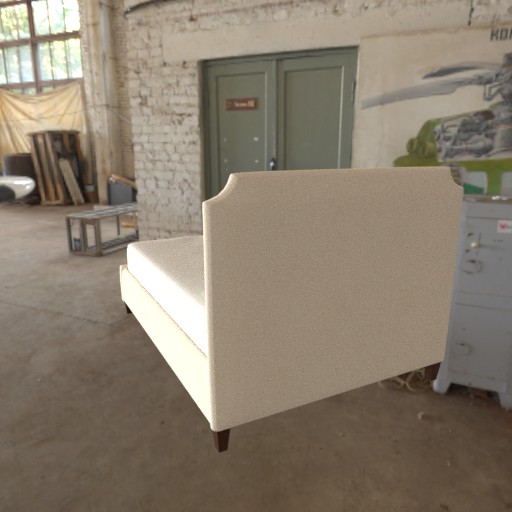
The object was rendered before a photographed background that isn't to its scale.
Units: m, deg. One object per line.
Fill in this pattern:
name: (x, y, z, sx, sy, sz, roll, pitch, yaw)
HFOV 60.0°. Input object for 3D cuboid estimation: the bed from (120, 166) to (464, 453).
bed: (0.000, 0.000, 3.479, 1.712, 1.443, 2.365, -7, 16, -27)
